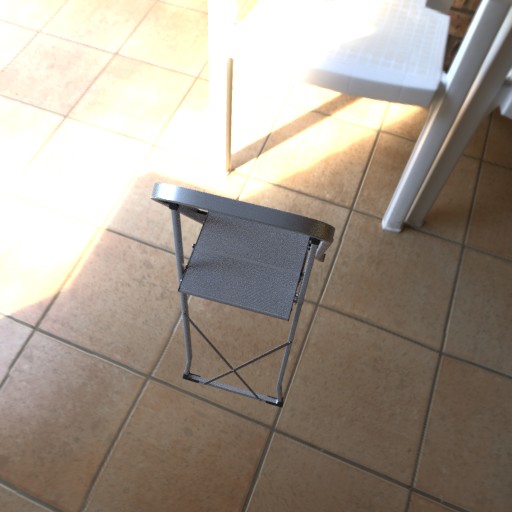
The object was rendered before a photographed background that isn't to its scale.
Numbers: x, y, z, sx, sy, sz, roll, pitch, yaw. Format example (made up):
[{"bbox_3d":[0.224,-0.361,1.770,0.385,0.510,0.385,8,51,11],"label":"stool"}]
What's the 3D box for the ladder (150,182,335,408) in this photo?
[{"bbox_3d":[0.000,0.000,1.419,0.465,1.070,0.704,14,64,7],"label":"ladder"}]
